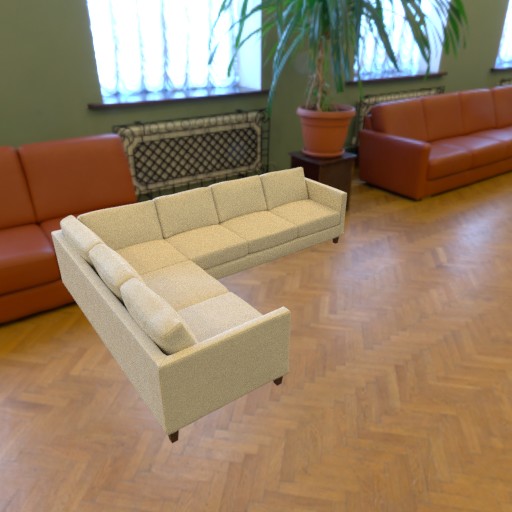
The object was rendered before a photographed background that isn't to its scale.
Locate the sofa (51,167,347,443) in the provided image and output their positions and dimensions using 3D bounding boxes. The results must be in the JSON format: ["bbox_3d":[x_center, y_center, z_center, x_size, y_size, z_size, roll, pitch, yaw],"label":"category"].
[{"bbox_3d":[0.000,0.000,4.376,3.182,0.863,2.432,-19,33,-32],"label":"sofa"}]
